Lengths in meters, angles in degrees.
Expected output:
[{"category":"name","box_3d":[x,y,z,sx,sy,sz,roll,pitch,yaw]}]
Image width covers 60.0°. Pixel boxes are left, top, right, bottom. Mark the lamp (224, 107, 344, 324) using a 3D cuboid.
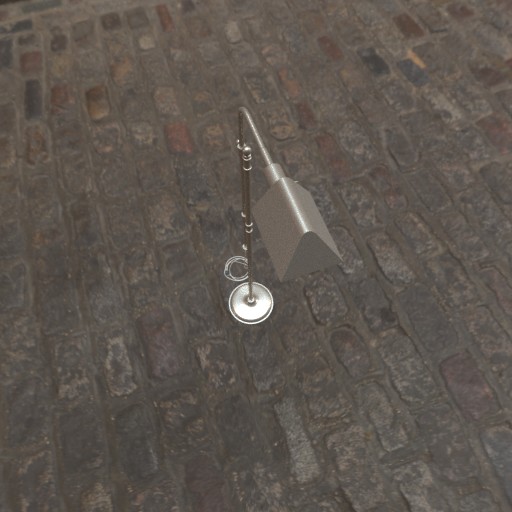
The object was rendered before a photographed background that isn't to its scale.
[{"category":"lamp","box_3d":[0.000,0.000,1.842,0.256,1.571,0.813,-18,65,-9]}]
